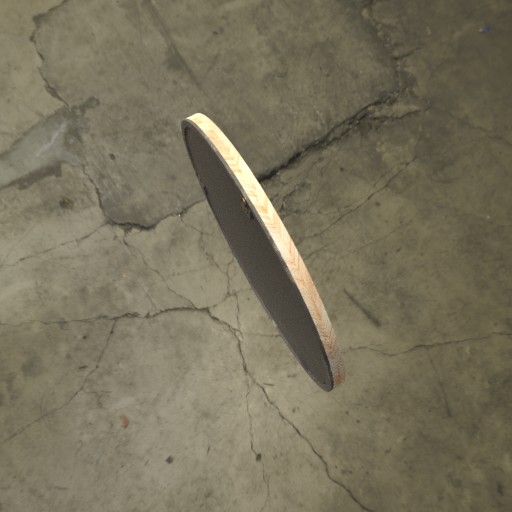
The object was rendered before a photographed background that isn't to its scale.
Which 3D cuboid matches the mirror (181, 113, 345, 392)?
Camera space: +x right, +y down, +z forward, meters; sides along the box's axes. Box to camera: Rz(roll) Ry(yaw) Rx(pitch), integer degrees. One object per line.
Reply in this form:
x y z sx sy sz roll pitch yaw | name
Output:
0.000 0.000 1.082 0.038 0.710 0.710 -28 76 -7 | mirror
